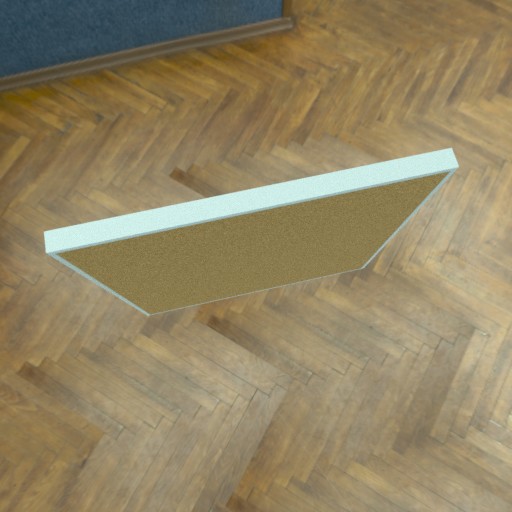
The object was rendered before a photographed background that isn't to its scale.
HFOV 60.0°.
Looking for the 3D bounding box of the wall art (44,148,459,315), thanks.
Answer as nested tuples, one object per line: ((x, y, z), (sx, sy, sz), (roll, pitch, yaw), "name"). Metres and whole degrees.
((0.000, 0.000, 1.177), (0.768, 0.765, 0.041), (-12, 74, -3), "wall art")
